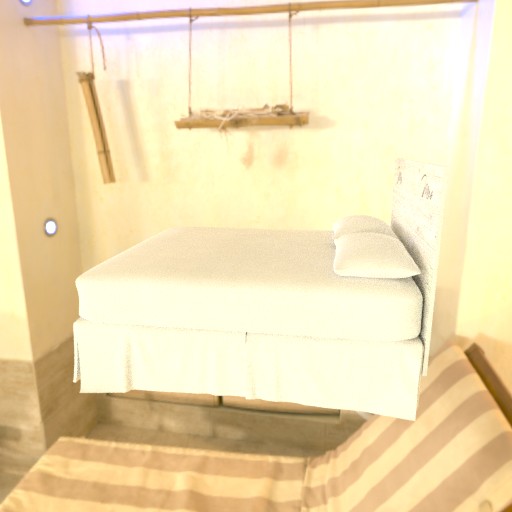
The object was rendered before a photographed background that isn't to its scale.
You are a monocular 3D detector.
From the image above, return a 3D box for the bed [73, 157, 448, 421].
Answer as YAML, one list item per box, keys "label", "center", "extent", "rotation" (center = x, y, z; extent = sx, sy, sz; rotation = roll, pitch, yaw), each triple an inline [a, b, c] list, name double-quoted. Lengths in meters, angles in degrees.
- label: "bed"
  center: [0.000, 0.000, 3.156]
  extent: [2.094, 1.335, 1.745]
  rotation: [2, 14, 9]
